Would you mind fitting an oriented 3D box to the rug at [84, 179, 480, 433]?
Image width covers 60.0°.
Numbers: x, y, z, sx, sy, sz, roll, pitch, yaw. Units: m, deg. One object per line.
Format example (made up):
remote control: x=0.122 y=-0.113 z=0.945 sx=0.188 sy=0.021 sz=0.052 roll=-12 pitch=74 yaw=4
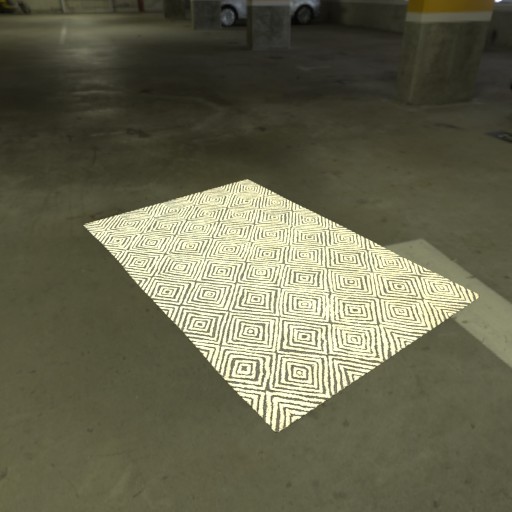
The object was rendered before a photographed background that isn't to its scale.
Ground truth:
rug: x=0.000 y=0.000 z=2.254 sx=1.177 sy=0.004 sz=1.750 roll=-21 pitch=37 yaw=-31
